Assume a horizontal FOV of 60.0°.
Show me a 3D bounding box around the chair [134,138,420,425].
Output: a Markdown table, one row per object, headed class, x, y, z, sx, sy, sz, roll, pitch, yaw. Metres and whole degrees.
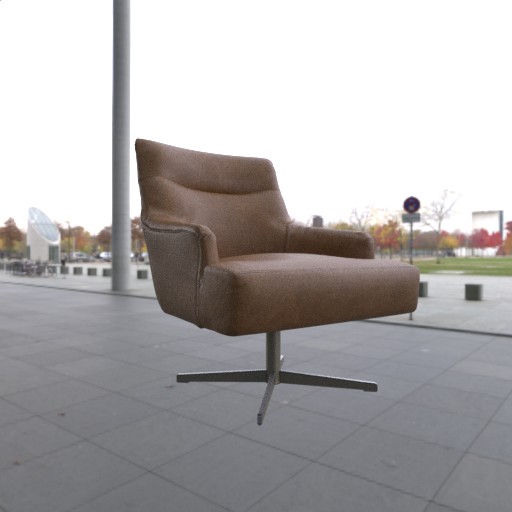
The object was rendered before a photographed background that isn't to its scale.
| class | x | y | z | sx | sy | sz | roll | pitch | yaw |
| --- | --- | --- | --- | --- | --- | --- | --- | --- | --- |
| chair | 0.000 | 0.000 | 1.551 | 0.729 | 0.869 | 0.874 | 0 | 1 | -36 |
